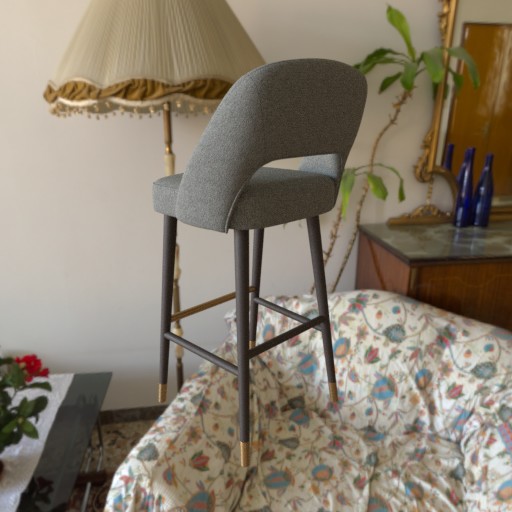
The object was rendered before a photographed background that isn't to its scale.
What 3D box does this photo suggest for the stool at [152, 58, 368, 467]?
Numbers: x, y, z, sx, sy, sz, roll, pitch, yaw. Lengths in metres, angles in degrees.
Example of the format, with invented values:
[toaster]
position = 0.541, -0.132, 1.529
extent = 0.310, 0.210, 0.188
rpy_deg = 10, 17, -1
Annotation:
[stool]
position = 0.000, 0.000, 1.379
extent = 0.536, 1.089, 0.524
rpy_deg = -17, 24, -42
